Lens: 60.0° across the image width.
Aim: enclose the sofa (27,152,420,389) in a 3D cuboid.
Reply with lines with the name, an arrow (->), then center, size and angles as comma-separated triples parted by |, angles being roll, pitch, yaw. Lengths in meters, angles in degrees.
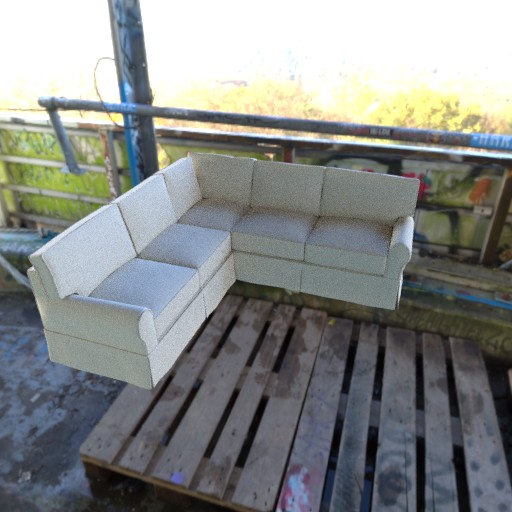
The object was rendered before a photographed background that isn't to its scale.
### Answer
sofa -> 0.000, 0.000, 3.941 | 2.597, 1.070, 2.591 | 10, 31, 17
